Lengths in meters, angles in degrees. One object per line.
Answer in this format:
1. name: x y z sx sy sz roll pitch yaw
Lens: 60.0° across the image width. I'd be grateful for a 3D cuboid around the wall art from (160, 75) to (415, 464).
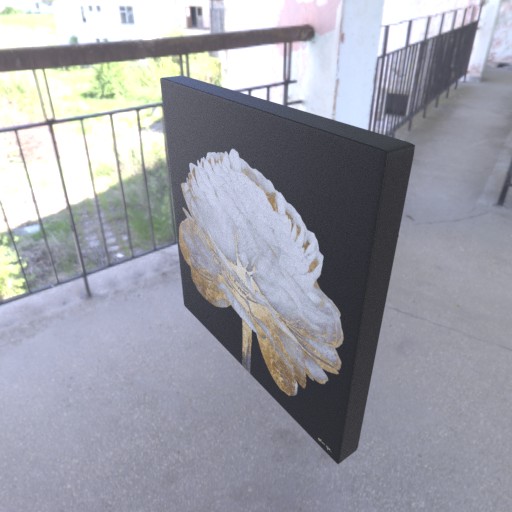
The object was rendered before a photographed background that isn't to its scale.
1. wall art: 0.000 0.000 0.603 0.041 0.407 0.406 -21 37 -30
